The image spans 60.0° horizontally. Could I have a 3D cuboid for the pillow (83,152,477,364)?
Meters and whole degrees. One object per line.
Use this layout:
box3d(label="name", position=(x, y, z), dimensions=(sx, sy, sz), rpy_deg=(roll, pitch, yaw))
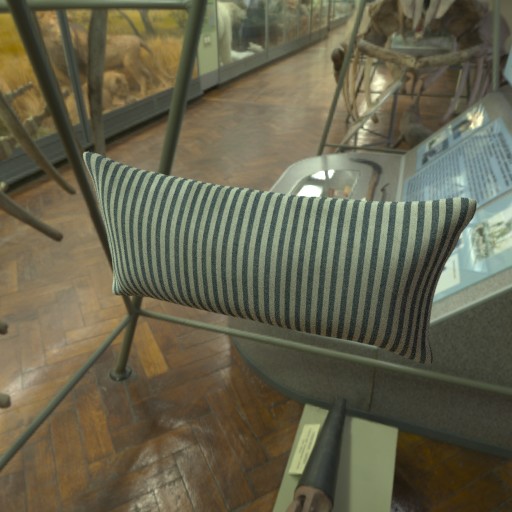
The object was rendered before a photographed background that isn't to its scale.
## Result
box3d(label="pillow", position=(0.000, 0.000, 0.742), dimensions=(0.617, 0.295, 0.151), rpy_deg=(10, 32, 16))
